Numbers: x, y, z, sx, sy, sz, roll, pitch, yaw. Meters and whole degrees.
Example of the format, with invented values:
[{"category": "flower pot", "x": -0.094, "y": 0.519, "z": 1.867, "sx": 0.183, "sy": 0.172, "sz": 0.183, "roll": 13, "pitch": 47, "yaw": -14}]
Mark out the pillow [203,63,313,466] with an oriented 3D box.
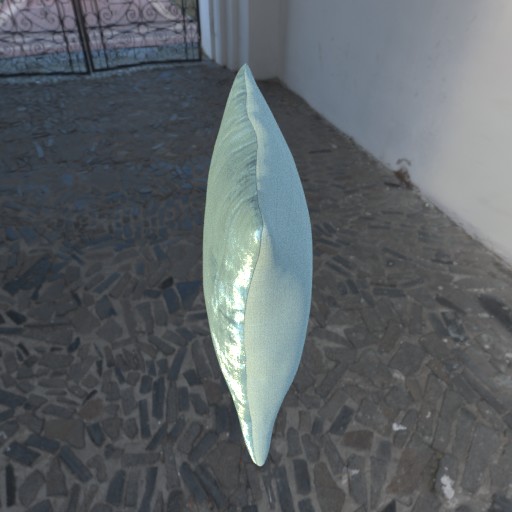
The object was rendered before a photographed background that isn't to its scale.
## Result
[{"category": "pillow", "x": 0.000, "y": 0.000, "z": 0.719, "sx": 0.175, "sy": 0.464, "sz": 0.470, "roll": -1, "pitch": 40, "yaw": -1}]
